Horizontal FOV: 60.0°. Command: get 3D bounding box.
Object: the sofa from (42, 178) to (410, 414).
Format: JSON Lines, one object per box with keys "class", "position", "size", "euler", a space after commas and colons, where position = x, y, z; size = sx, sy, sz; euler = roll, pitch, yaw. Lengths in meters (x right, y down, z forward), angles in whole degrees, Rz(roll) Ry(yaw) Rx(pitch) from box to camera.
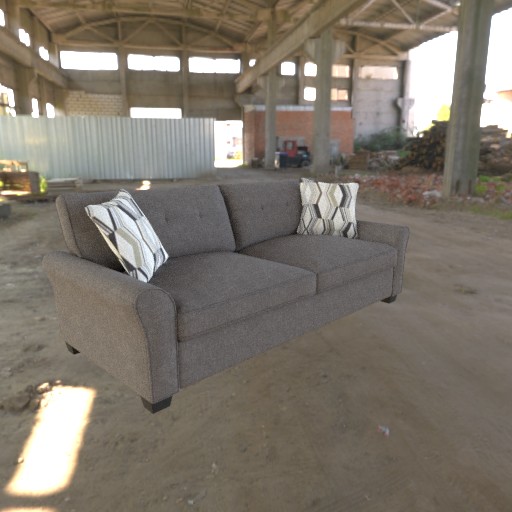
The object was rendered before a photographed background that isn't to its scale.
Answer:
{"class": "sofa", "position": [0.000, 0.000, 2.539], "size": [2.032, 0.813, 0.889], "euler": [-13, 18, -43]}
